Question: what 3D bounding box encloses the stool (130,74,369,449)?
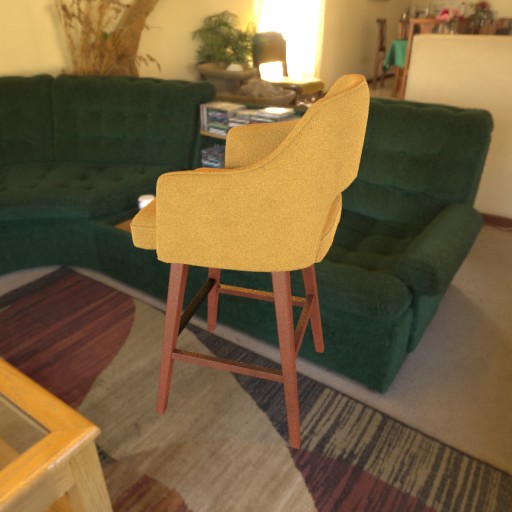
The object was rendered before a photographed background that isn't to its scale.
[{"bbox_3d":[0.000,0.000,1.336,0.558,1.012,0.548,8,30,15],"label":"stool"}]
